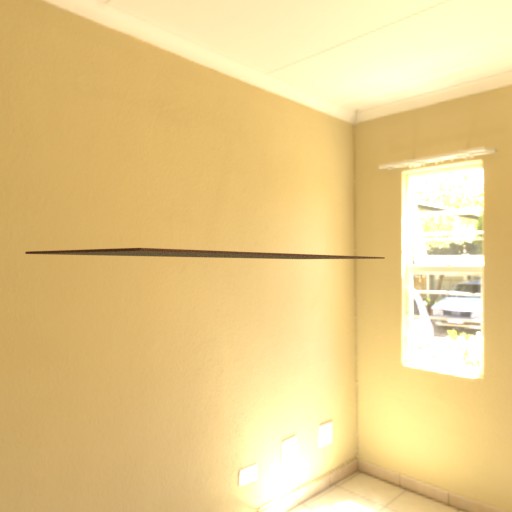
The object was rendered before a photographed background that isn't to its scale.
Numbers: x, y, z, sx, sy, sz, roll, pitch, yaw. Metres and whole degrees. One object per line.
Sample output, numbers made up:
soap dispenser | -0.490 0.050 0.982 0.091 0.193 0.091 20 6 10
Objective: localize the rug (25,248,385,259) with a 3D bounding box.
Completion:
rug | 0.000 0.000 2.727 0.769 0.012 2.448 -1 -1 35
